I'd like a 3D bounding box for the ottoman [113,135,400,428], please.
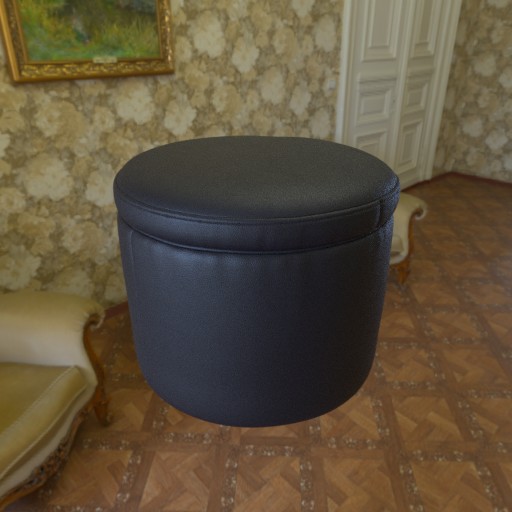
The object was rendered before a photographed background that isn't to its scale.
[{"bbox_3d":[0.000,0.000,0.870,0.501,0.409,0.501,0,26,0],"label":"ottoman"}]
